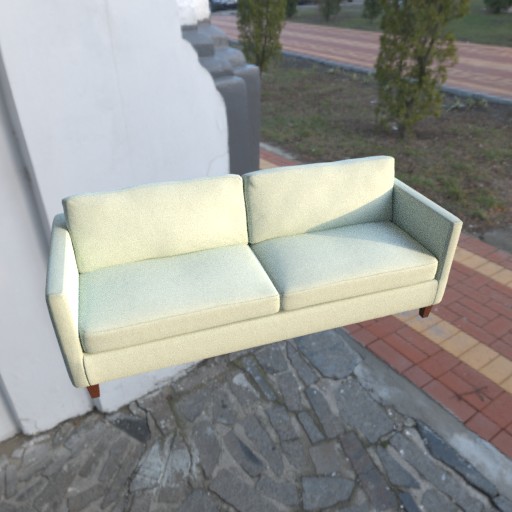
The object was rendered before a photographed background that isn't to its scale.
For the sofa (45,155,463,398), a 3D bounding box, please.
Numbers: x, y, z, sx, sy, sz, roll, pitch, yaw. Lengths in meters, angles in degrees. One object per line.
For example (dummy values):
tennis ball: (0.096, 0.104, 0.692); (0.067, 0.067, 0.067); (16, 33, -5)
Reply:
sofa: (0.000, 0.000, 2.915); (2.434, 0.965, 0.948); (-10, 33, -16)
